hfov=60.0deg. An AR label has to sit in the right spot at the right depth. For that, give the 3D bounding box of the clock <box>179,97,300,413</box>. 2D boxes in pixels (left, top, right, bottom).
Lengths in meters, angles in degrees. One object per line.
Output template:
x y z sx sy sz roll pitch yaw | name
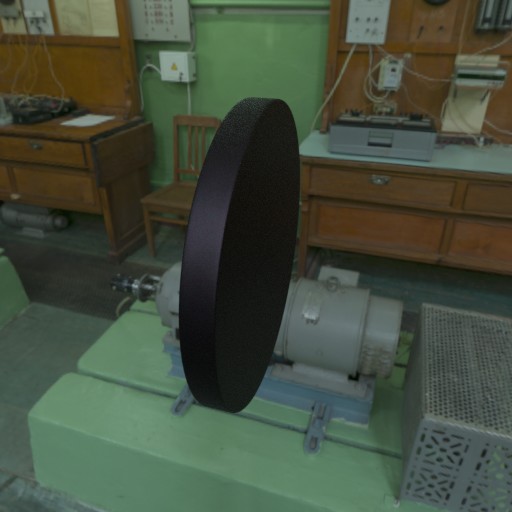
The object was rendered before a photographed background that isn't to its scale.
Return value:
0.000 0.000 0.466 0.029 0.314 0.314 8 31 14 | clock
